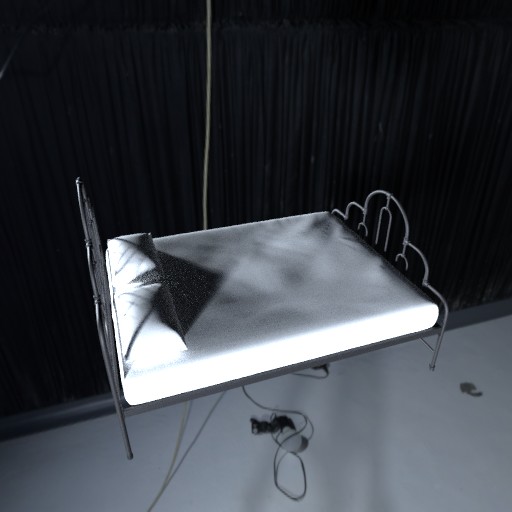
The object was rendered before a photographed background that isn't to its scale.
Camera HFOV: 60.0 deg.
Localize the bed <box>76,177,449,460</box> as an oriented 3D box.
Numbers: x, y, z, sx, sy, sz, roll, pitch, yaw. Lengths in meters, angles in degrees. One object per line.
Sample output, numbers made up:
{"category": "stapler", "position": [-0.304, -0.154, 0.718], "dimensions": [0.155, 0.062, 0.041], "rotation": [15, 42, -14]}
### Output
{"category": "bed", "position": [0.000, 0.000, 3.179], "dimensions": [2.163, 1.429, 1.640], "rotation": [-10, 32, -17]}
